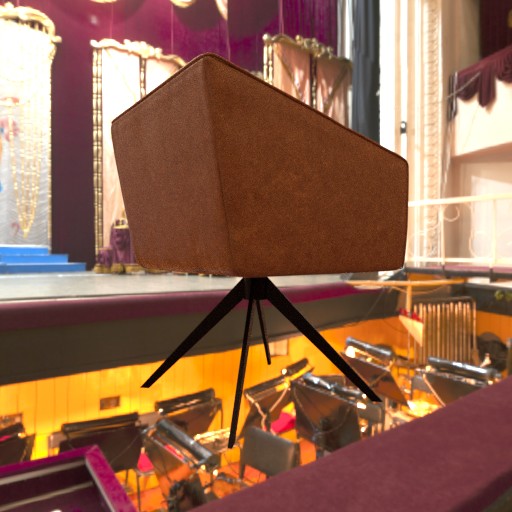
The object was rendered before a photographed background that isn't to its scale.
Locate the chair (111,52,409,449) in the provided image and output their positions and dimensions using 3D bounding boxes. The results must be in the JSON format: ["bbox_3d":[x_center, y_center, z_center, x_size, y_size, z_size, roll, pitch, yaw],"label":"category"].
[{"bbox_3d":[0.000,0.000,1.217,0.625,0.760,0.588,-1,1,-35],"label":"chair"}]
